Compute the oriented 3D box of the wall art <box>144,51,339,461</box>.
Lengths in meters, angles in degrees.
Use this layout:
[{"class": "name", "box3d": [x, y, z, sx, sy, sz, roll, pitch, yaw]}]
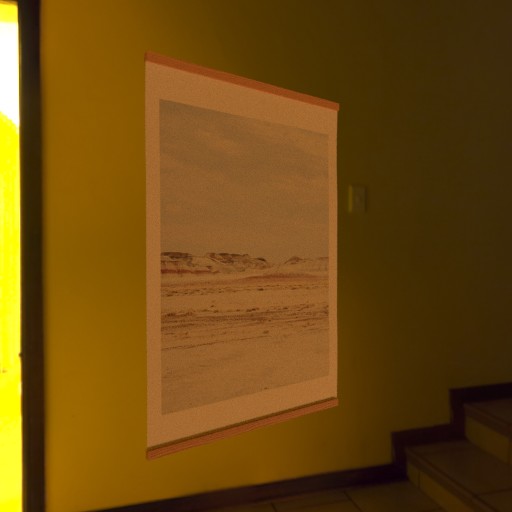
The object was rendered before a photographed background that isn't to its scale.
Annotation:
[{"class": "wall art", "box3d": [0.000, 0.000, 1.950, 1.011, 1.521, 0.025, -1, 1, -36]}]
